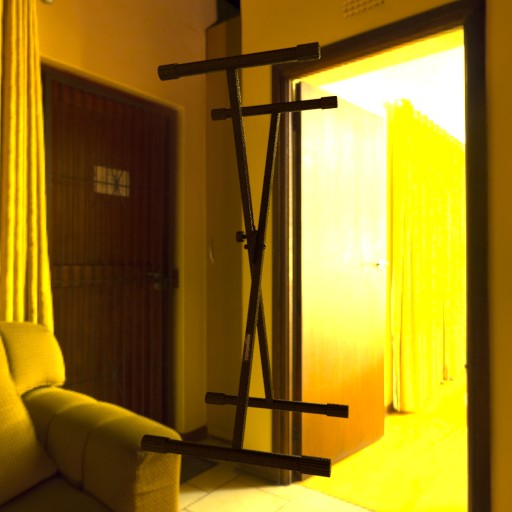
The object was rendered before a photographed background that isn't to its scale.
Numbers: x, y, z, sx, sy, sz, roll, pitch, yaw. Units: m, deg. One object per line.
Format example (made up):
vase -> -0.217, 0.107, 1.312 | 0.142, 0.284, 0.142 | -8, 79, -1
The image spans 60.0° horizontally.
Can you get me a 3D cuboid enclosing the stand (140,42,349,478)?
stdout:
stand -> 0.000, 0.000, 1.187 | 0.449, 0.940, 0.409 | 0, -1, 18
